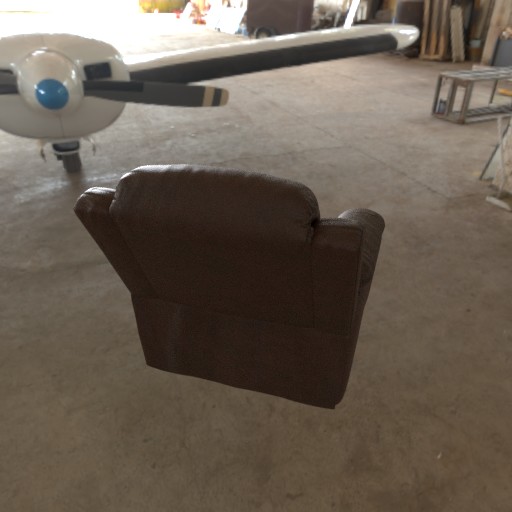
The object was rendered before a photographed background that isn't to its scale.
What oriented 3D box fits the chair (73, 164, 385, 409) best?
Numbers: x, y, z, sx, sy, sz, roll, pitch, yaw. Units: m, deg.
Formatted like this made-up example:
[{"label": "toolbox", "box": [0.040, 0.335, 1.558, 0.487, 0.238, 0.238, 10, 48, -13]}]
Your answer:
[{"label": "chair", "box": [0.000, 0.000, 1.258, 0.680, 0.702, 0.707, 9, 32, 14]}]
